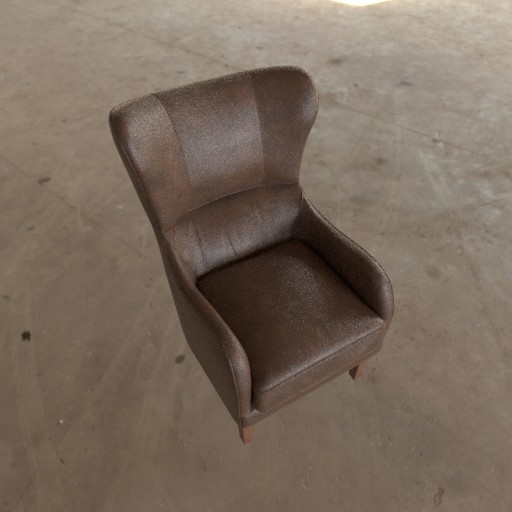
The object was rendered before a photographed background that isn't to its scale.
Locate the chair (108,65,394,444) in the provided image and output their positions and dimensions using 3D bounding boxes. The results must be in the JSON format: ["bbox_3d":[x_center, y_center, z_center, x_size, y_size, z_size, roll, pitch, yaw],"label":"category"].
[{"bbox_3d":[0.000,0.000,1.599,0.692,1.048,0.914,-23,50,-21],"label":"chair"}]
